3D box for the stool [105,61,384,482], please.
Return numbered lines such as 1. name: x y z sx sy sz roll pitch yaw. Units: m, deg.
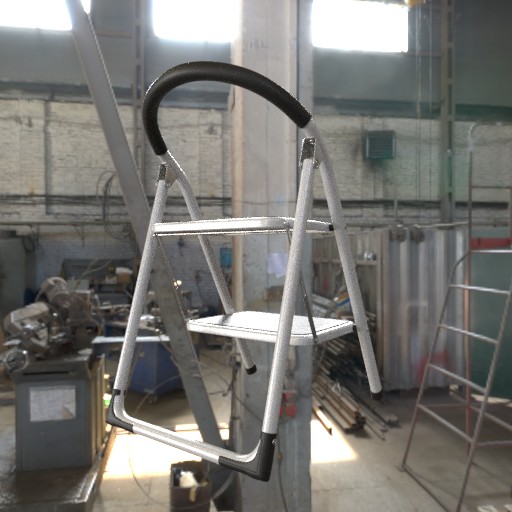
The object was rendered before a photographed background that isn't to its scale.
1. stool: 0.000 0.000 1.087 0.453 0.760 0.559 0 0 36
